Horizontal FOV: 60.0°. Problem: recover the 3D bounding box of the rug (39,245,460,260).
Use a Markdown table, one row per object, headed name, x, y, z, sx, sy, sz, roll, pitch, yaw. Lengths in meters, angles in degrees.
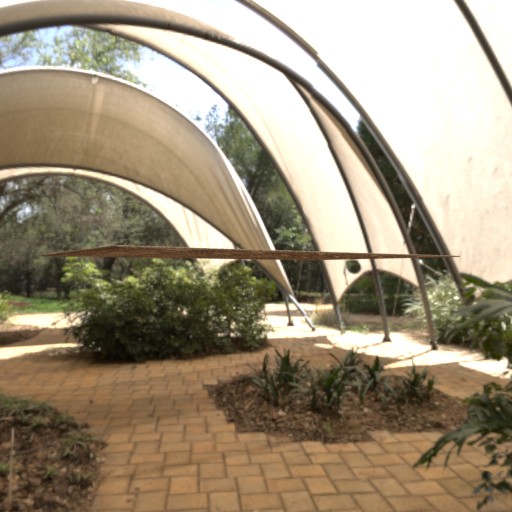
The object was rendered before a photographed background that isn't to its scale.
| name | x | y | z | sx | sy | sz | roll | pitch | yaw |
| --- | --- | --- | --- | --- | --- | --- | --- | --- | --- |
| rug | 0.000 | 0.000 | 3.019 | 2.440 | 0.010 | 1.545 | 1 | -2 | -36 |
